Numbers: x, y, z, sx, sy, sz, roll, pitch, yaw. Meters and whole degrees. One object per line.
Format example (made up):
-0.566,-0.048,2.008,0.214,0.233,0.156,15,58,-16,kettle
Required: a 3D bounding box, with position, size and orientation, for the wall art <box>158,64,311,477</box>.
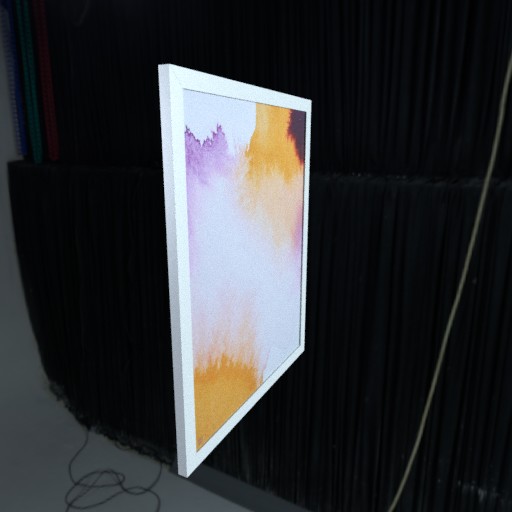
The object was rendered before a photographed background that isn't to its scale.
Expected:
0.000,0.000,0.638,0.013,0.456,0.382,7,15,26,wall art
